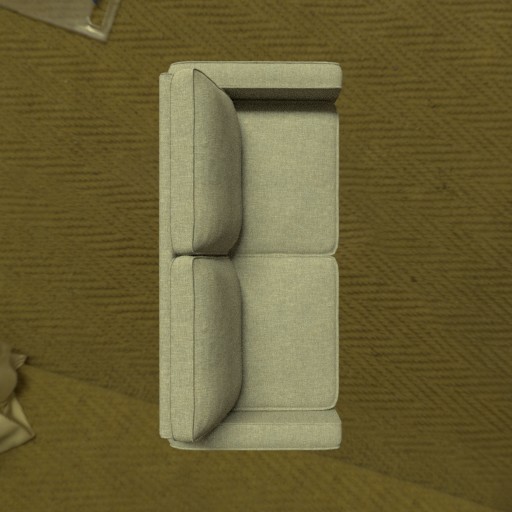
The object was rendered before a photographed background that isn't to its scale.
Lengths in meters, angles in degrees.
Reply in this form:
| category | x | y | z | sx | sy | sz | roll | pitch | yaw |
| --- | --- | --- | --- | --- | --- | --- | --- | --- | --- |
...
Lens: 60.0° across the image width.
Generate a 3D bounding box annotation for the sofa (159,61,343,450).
| category | x | y | z | sx | sy | sz | roll | pitch | yaw |
| --- | --- | --- | --- | --- | --- | --- | --- | --- | --- |
| sofa | 0.000 | 0.000 | 2.494 | 0.945 | 0.918 | 2.078 | 0 | 90 | 0 |
